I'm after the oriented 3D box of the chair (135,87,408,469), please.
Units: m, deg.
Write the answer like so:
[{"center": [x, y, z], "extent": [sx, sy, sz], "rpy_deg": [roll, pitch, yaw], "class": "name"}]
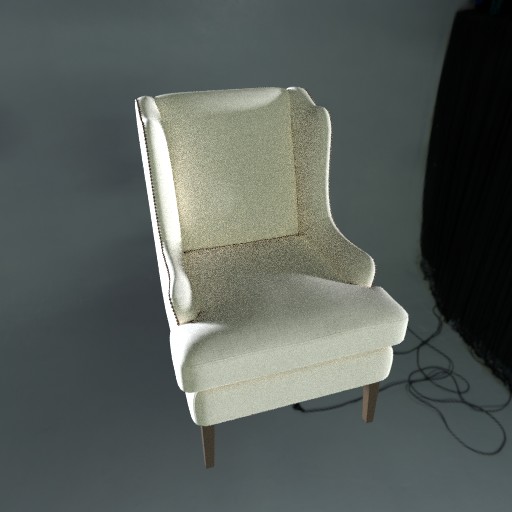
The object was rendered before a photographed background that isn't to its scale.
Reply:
[{"center": [0.000, 0.000, 1.642], "extent": [0.737, 1.029, 0.940], "rpy_deg": [-9, 32, -15], "class": "chair"}]
